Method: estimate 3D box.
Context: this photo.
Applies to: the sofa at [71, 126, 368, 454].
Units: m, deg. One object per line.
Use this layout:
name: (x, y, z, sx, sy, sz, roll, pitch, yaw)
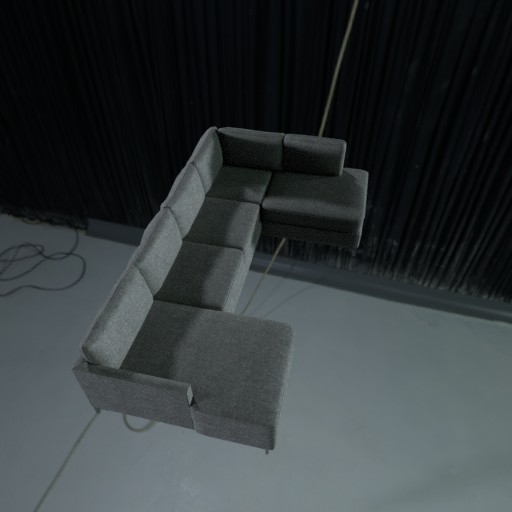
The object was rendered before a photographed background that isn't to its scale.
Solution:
sofa: (0.000, 0.000, 4.421, 2.048, 0.999, 3.423, 9, 46, 9)
